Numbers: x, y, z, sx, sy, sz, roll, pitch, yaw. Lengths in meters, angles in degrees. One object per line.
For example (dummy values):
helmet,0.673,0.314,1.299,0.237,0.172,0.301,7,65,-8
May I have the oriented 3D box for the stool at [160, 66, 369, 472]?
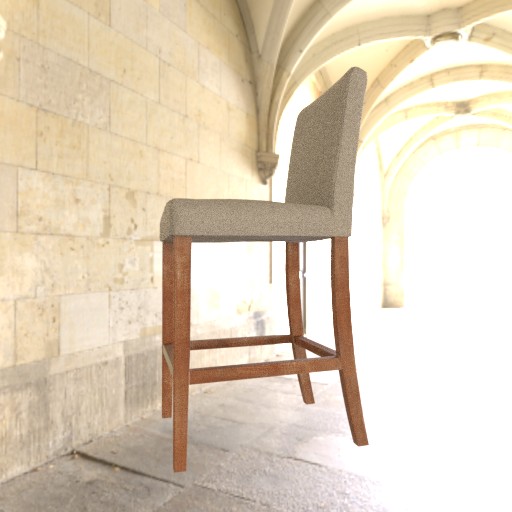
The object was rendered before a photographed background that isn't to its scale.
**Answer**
stool,0.000,0.000,1.387,0.570,1.088,0.439,0,0,-16
